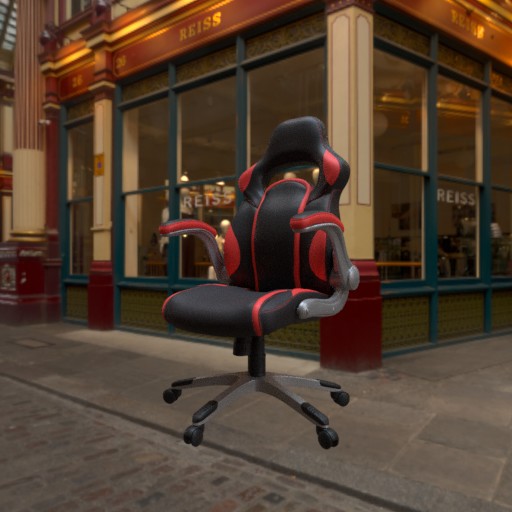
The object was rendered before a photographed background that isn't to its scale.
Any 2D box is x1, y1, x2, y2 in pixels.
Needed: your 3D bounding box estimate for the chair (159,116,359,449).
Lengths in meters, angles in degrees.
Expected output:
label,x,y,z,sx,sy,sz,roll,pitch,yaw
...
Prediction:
label,x,y,z,sx,sy,sz,roll,pitch,yaw
chair,0.000,0.000,1.631,0.758,1.165,0.712,0,0,36
